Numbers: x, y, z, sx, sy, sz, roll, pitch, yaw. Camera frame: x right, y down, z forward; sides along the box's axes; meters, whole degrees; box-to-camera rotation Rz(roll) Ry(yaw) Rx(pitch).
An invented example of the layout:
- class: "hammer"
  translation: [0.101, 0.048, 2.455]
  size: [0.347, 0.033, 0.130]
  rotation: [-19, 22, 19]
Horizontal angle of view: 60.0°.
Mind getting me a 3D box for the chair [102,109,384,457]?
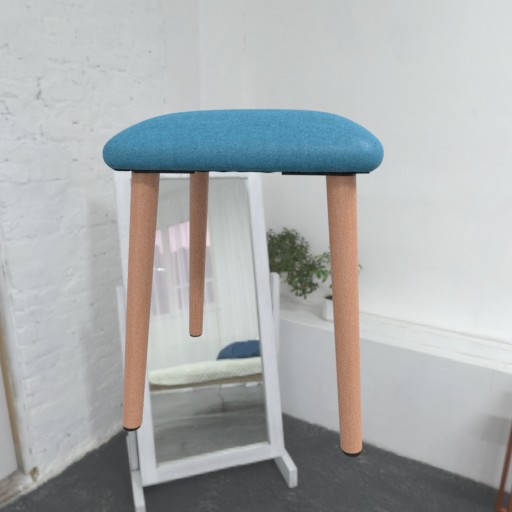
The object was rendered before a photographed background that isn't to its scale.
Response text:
- class: "chair"
  translation: [0.000, 0.000, 0.721]
  size: [0.360, 0.450, 0.360]
  rotation: [3, 15, 9]
